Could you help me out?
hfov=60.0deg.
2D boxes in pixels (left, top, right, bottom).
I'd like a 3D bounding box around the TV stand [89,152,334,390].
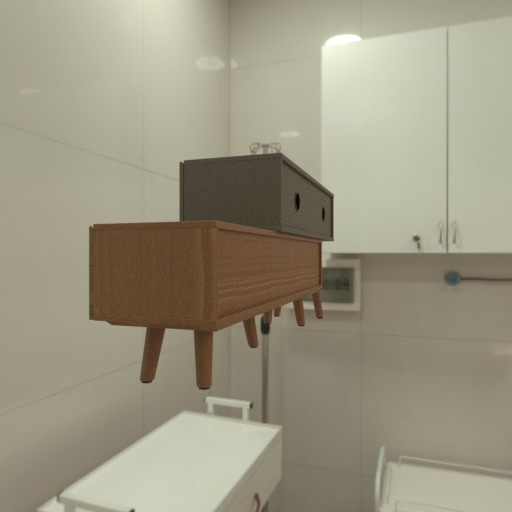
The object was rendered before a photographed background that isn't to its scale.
[{"bbox_3d":[0.000,0.000,1.555,0.329,0.591,1.336,0,0,19],"label":"TV stand"}]
